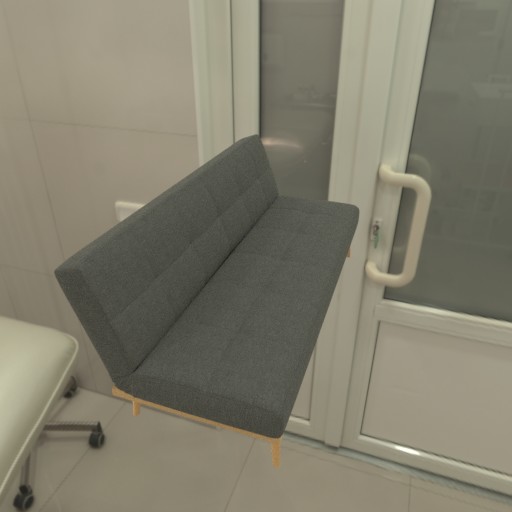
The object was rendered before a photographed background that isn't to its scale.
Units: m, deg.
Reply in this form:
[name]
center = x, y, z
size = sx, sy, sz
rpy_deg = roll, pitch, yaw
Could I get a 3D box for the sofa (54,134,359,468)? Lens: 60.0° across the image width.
[sofa]
center = 0.000, 0.000, 2.252
size = 0.820, 0.770, 1.820
rpy_deg = 10, 31, 17
